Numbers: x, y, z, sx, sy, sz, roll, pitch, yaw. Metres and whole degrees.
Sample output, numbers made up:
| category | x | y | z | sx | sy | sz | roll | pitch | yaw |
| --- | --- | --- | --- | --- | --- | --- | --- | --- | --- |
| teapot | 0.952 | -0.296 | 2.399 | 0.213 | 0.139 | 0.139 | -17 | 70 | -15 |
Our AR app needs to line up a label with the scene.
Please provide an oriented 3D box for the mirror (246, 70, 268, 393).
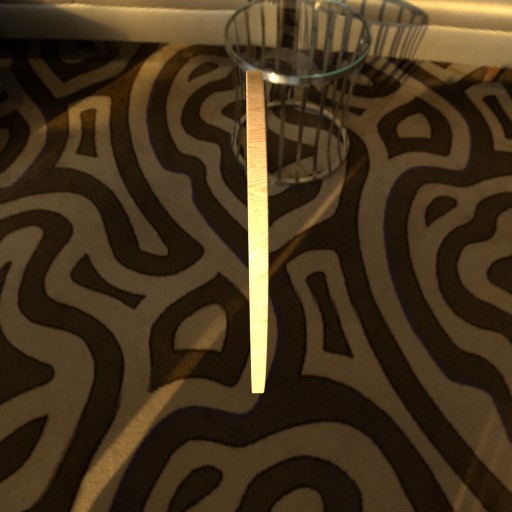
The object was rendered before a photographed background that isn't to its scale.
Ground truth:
| category | x | y | z | sx | sy | sz | roll | pitch | yaw |
| --- | --- | --- | --- | --- | --- | --- | --- | --- | --- |
| mirror | 0.000 | 0.000 | 1.340 | 0.037 | 1.075 | 0.724 | -1 | 57 | -1 |
